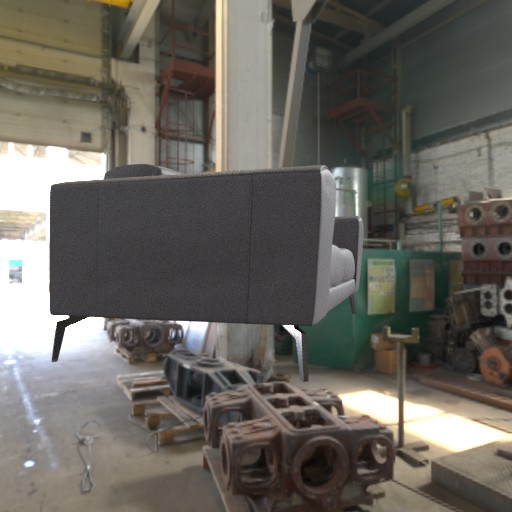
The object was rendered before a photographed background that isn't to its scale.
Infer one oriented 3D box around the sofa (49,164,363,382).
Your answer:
[{"bbox_3d":[0.000,0.000,2.322,1.003,0.779,1.895,0,-1,17],"label":"sofa"}]
